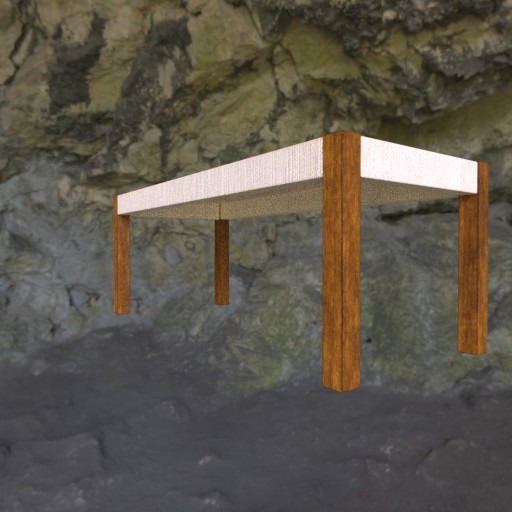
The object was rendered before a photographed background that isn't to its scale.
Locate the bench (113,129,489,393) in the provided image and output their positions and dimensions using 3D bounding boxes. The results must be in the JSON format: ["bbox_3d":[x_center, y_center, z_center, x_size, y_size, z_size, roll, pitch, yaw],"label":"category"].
[{"bbox_3d":[0.000,0.000,1.399,0.507,0.457,1.198,-1,1,-36],"label":"bench"}]
